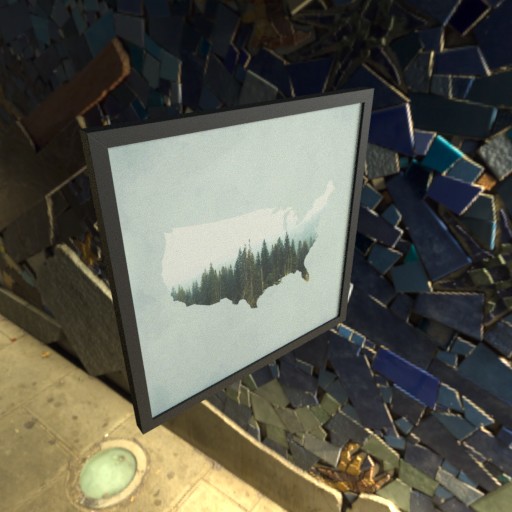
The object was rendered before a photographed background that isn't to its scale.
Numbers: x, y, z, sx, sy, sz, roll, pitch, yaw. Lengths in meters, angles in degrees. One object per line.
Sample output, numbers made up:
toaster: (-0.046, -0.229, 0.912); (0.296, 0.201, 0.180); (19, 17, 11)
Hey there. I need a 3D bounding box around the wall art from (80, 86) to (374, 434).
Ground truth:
wall art: (0.000, 0.000, 1.160); (0.763, 0.763, 0.038); (-21, 36, -33)
